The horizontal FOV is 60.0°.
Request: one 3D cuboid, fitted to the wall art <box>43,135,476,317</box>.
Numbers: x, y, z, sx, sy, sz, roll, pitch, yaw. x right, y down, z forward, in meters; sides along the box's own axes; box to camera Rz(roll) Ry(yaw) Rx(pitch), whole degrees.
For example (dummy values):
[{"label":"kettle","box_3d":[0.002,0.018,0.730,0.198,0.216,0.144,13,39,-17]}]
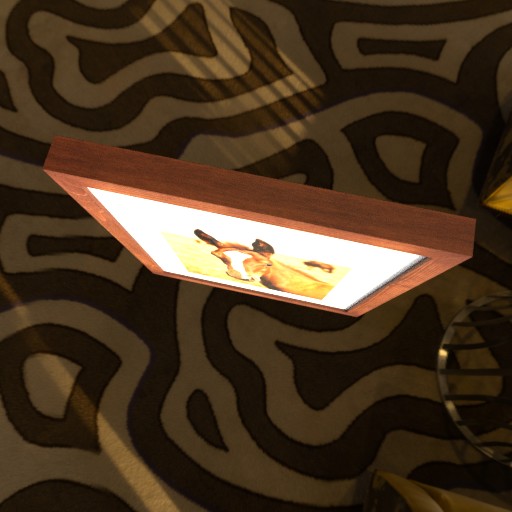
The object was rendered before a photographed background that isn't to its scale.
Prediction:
[{"label":"wall art","box_3d":[0.000,0.000,0.521,0.330,0.381,0.030,12,76,3]}]
